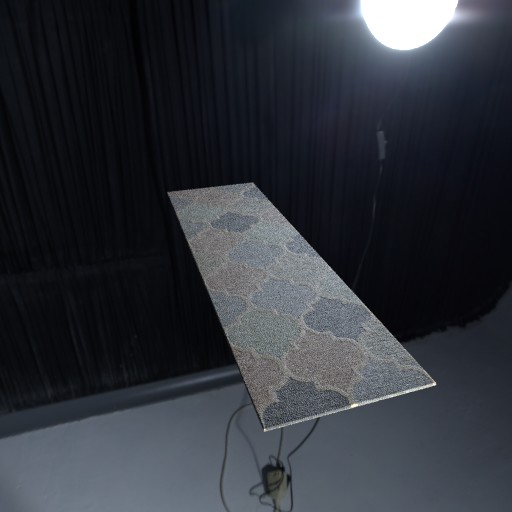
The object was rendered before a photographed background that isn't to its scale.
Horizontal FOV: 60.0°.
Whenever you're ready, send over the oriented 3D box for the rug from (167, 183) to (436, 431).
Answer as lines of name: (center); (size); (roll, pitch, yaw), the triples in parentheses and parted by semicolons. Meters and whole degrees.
rug: (0.000, 0.000, 2.522); (0.687, 0.011, 2.287); (-9, 31, -16)
